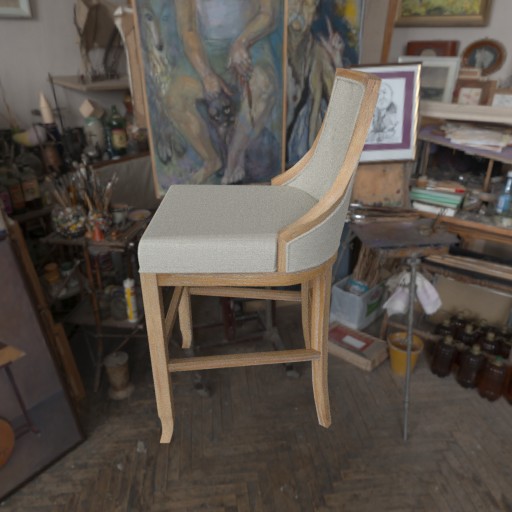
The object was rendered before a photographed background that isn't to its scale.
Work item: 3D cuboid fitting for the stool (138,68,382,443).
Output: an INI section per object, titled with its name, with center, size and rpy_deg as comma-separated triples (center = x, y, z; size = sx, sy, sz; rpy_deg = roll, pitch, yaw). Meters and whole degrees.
[stool]
center = 0.000, 0.000, 1.434
size = 0.626, 1.101, 0.524
rpy_deg = 0, 26, 0
